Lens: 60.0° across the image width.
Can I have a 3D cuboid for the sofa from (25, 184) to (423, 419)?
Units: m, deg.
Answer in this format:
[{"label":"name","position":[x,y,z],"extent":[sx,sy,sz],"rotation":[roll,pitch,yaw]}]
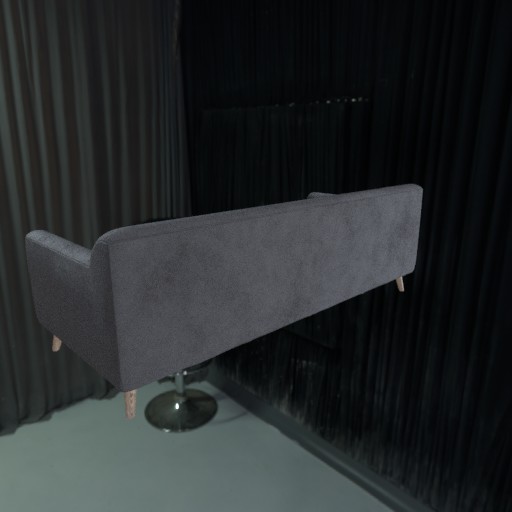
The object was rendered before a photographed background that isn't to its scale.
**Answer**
[{"label":"sofa","position":[0.000,0.000,2.563],"extent":[2.190,0.740,0.900],"rotation":[-14,21,-42]}]
